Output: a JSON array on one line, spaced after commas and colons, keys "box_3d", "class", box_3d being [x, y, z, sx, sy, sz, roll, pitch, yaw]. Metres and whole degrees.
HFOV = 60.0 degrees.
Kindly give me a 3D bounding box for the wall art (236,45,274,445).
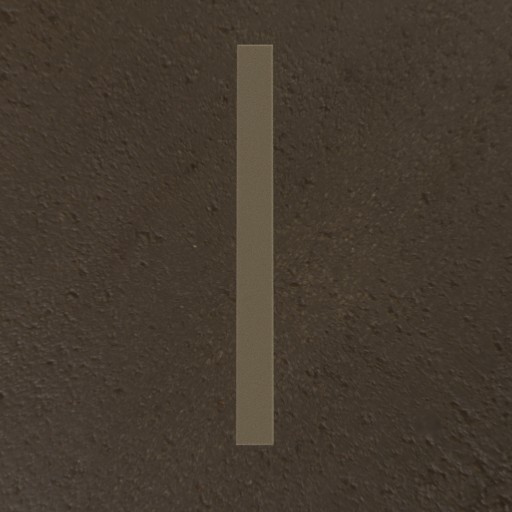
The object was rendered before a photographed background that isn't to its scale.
[{"box_3d": [0.000, 0.000, 0.765, 0.038, 0.608, 0.418, 0, 87, 0], "class": "wall art"}]
